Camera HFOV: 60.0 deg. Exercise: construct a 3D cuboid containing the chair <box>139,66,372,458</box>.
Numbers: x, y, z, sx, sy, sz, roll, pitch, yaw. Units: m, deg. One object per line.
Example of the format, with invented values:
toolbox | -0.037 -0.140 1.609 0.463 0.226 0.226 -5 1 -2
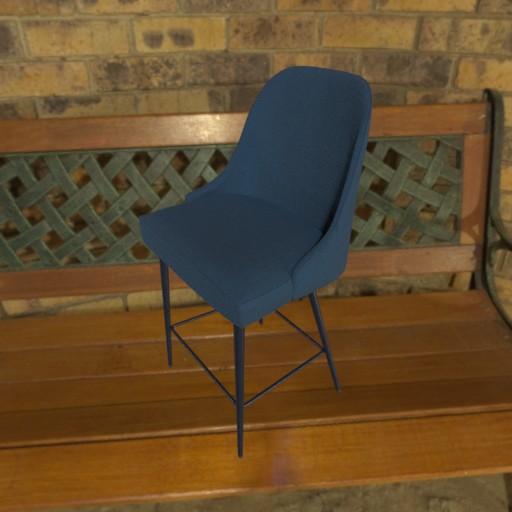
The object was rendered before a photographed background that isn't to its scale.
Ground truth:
chair | 0.000 0.000 1.236 0.489 0.927 0.526 -21 37 -30
